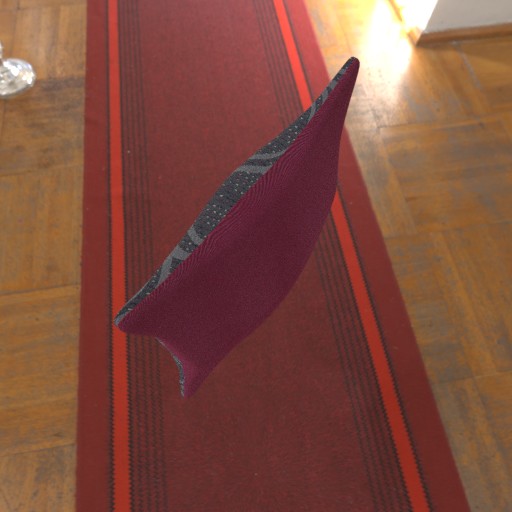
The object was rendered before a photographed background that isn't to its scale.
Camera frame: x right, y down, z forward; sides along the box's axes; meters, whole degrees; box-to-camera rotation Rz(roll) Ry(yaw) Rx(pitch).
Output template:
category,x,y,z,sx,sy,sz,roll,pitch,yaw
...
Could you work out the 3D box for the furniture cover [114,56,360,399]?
category,x,y,z,sx,sy,sz,roll,pitch,yaw
furniture cover,0.000,0.000,0.794,0.163,0.513,0.514,33,68,15
